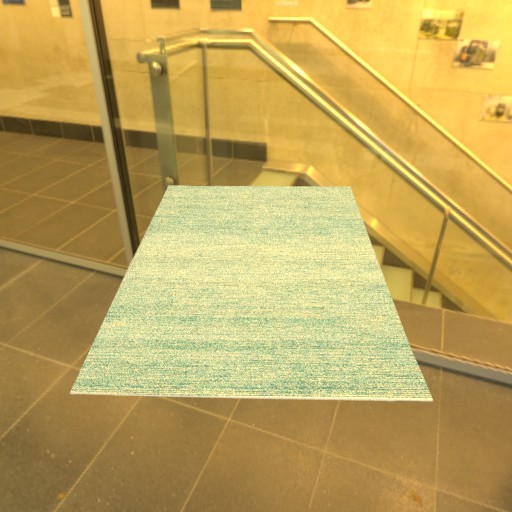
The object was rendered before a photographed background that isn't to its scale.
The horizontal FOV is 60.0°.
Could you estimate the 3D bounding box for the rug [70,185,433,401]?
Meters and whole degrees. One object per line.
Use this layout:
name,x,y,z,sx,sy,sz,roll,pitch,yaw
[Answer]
rug,0.000,0.000,2.901,1.593,0.029,2.305,1,32,1
